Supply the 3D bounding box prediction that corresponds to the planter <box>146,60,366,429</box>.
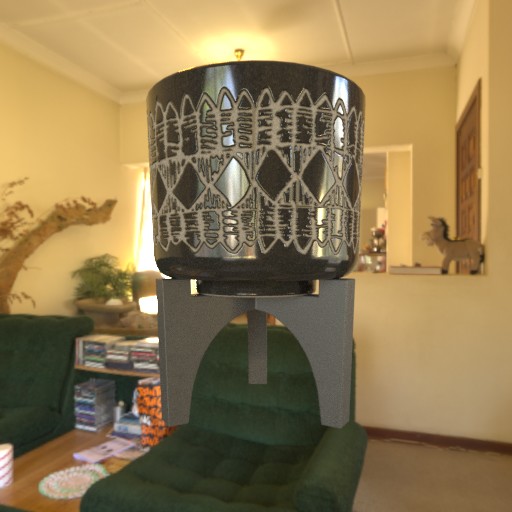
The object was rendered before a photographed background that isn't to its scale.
[{"bbox_3d":[0.000,0.000,0.522,0.251,0.355,0.251,0,0,1],"label":"planter"}]
